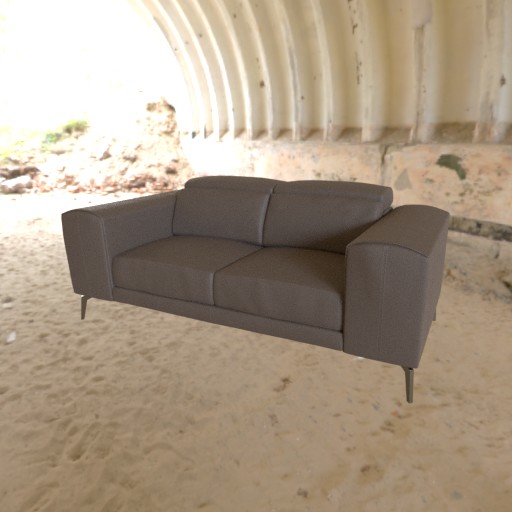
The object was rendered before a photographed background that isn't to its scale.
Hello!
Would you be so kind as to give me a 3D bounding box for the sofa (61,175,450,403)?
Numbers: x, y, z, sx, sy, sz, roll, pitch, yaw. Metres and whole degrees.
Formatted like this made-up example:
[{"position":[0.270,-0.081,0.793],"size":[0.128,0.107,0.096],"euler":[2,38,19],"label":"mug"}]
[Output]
[{"position":[0.000,0.000,2.449],"size":[1.895,0.779,1.003],"euler":[8,17,26],"label":"sofa"}]
